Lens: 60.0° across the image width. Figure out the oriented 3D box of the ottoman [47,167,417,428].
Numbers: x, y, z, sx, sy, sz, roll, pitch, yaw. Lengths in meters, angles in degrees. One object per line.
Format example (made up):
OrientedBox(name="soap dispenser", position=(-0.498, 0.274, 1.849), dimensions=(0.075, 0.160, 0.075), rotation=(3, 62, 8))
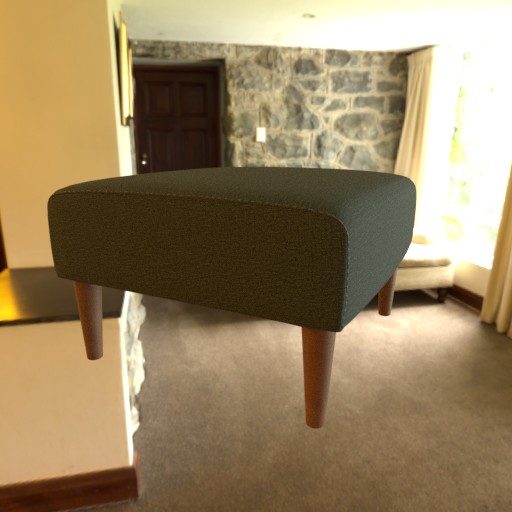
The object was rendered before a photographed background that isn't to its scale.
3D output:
OrientedBox(name="ottoman", position=(0.000, 0.000, 1.056), dimensions=(0.649, 0.398, 0.650), rotation=(7, 16, 27))
